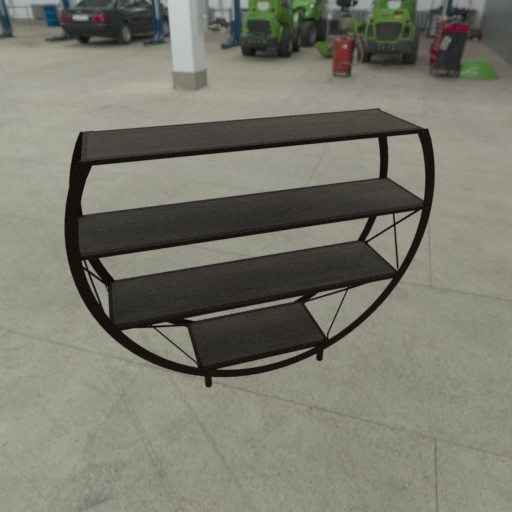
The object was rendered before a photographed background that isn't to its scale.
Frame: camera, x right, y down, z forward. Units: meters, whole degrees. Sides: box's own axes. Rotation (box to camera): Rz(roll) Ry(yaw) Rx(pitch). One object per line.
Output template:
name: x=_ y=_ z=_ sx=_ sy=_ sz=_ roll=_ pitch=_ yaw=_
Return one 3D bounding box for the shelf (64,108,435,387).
shelf: x=0.000 y=0.000 z=1.877 sx=1.403 sy=1.063 sz=0.344 roll=-9 pitch=32 yaw=-15
